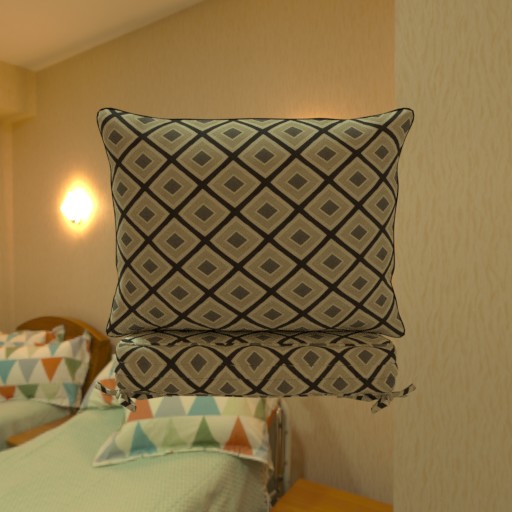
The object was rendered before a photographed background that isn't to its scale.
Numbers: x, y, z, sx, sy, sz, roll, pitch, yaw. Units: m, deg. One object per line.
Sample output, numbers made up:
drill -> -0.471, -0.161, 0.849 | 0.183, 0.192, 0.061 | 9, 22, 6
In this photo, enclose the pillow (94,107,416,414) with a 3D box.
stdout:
pillow -> 0.000, 0.000, 1.349 | 0.798, 0.722, 0.733 | 0, 1, 1
